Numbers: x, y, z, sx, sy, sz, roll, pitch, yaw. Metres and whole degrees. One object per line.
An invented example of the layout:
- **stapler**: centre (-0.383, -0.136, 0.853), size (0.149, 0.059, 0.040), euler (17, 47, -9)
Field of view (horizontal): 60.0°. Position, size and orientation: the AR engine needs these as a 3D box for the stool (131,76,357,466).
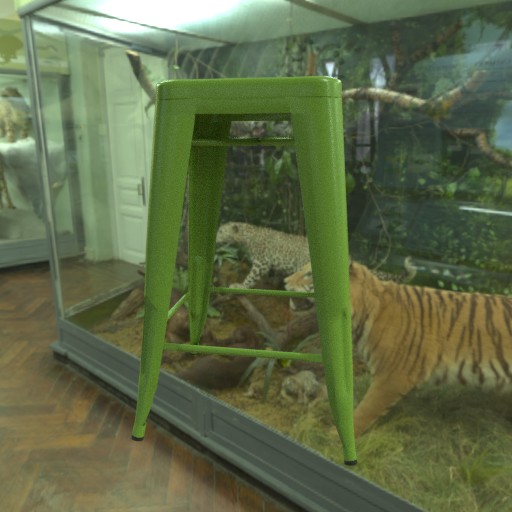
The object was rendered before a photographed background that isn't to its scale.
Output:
- **stool**: centre (0.000, 0.000, 0.850), size (0.398, 0.609, 0.358), euler (2, 15, 9)
